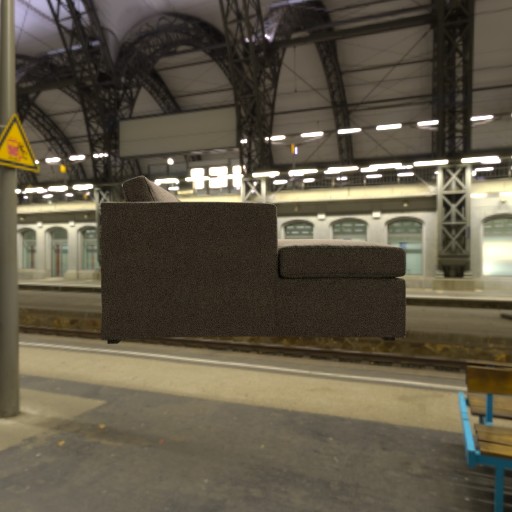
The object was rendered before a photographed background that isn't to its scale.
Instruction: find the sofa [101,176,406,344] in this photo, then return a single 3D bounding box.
[{"bbox_3d":[0.000,0.000,3.875,1.650,0.922,3.205,0,0,0],"label":"sofa"}]
